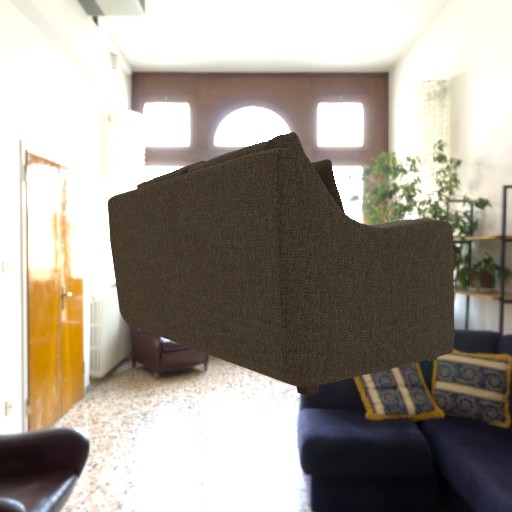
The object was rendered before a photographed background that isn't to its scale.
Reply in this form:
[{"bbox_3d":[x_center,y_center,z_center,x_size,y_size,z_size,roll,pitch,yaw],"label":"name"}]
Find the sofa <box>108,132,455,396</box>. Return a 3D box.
[{"bbox_3d":[0.000,0.000,2.457,1.120,0.991,1.778,0,1,-36],"label":"sofa"}]
